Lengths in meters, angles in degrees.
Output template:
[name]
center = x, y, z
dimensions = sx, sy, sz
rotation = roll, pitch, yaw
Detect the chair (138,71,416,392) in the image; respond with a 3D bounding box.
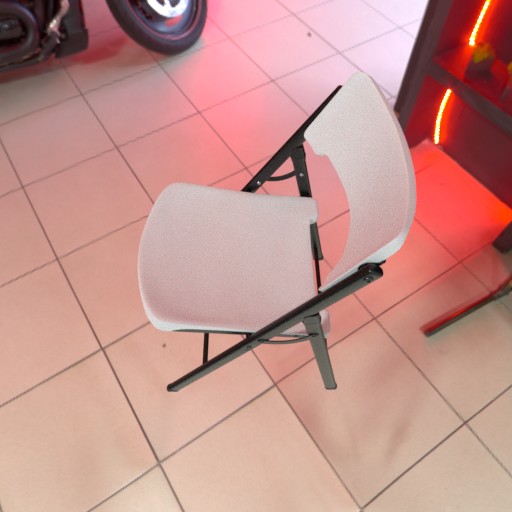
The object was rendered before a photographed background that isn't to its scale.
[chair]
center = 0.000, 0.000, 1.120
dimensions = 0.577, 0.765, 0.482
rotation = 0, 58, 0
